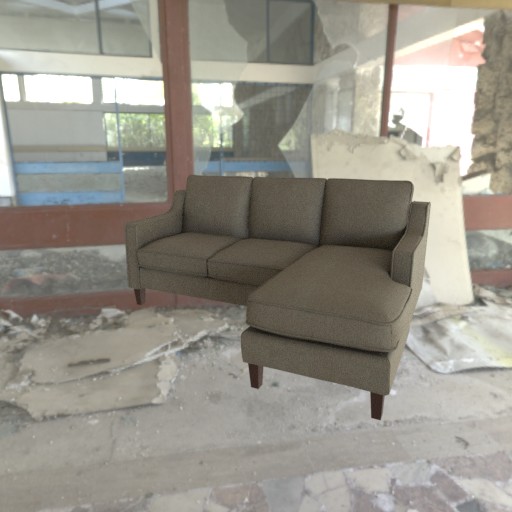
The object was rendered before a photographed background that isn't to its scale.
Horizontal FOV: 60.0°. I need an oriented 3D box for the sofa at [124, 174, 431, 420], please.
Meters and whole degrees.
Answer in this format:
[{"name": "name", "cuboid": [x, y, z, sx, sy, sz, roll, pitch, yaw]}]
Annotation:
[{"name": "sofa", "cuboid": [0.000, 0.000, 3.317, 2.317, 1.081, 1.858, 7, 16, 24]}]
